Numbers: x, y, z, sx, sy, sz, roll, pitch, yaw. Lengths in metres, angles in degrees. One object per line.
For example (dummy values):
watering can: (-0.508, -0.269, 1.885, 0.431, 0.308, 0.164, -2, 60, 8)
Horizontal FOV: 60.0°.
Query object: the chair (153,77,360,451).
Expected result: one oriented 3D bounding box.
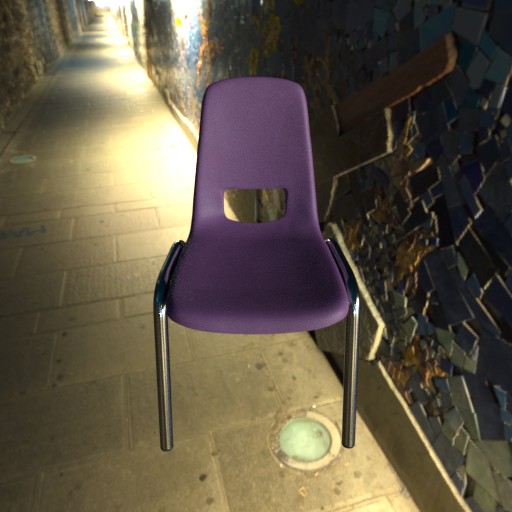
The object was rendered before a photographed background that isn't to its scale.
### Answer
chair: (0.000, 0.000, 0.841, 0.356, 0.584, 0.419, -1, 30, -1)
